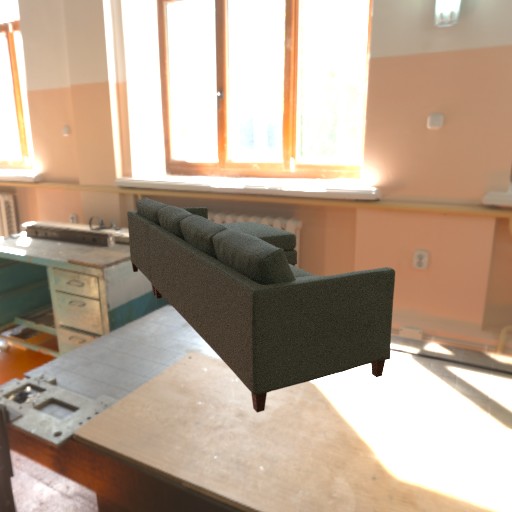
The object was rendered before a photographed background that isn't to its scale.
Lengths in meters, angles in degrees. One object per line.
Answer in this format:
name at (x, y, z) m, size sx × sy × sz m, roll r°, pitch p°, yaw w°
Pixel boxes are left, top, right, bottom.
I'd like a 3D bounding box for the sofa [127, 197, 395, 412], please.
sofa at (0.000, 0.000, 3.939) m, size 1.625 × 0.861 × 3.186 m, roll -7°, pitch 15°, yaw -26°
